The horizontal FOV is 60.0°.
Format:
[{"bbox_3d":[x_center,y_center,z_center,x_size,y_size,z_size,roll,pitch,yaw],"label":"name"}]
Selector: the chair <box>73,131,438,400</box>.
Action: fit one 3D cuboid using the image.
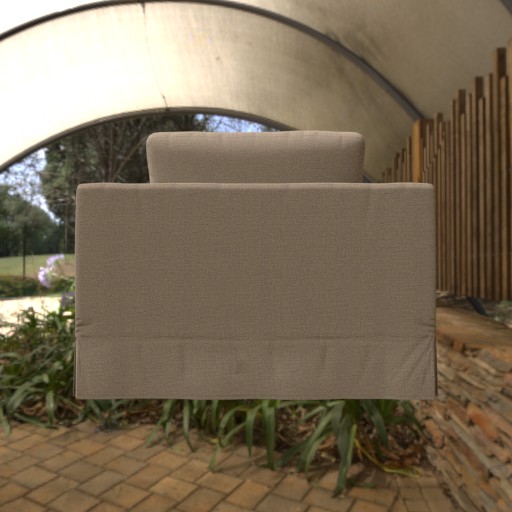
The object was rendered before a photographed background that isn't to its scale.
[{"bbox_3d":[0.000,0.000,1.817,1.150,0.878,0.957,0,-1,0],"label":"chair"}]
